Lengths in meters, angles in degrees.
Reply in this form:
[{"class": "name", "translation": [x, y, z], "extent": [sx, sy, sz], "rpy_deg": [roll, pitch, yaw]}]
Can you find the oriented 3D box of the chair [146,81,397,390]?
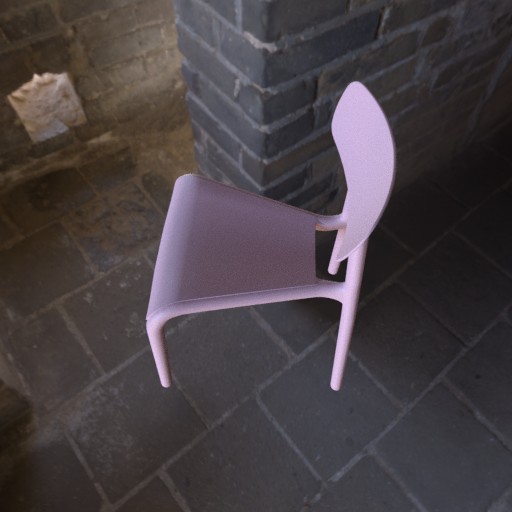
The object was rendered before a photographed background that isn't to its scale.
[{"class": "chair", "translation": [0.000, 0.000, 0.828], "extent": [0.401, 0.580, 0.356], "rpy_deg": [3, 58, 2]}]
